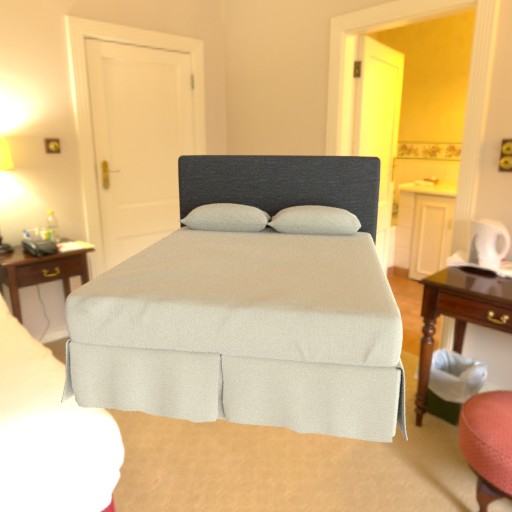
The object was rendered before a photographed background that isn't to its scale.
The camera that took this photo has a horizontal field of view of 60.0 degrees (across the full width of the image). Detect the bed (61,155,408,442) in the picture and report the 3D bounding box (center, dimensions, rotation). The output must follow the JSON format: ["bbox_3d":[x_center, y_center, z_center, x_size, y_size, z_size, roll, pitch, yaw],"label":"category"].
[{"bbox_3d":[0.000,0.000,3.162,1.884,1.330,2.142,3,15,9],"label":"bed"}]
